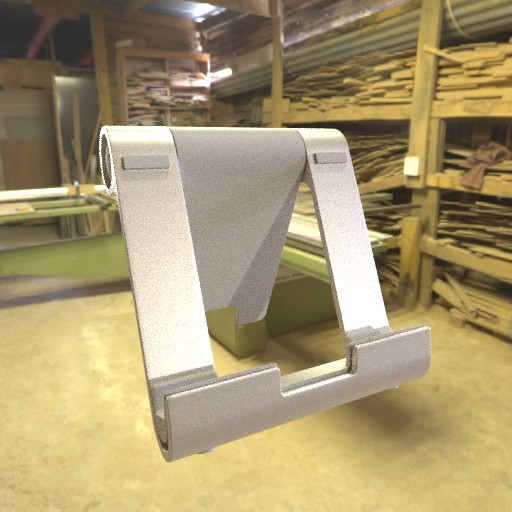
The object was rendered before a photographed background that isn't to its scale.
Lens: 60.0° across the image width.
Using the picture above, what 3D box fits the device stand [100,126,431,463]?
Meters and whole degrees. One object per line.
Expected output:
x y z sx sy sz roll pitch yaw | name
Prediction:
0.000 0.000 0.149 0.086 0.084 0.079 -8 17 -27 | device stand
